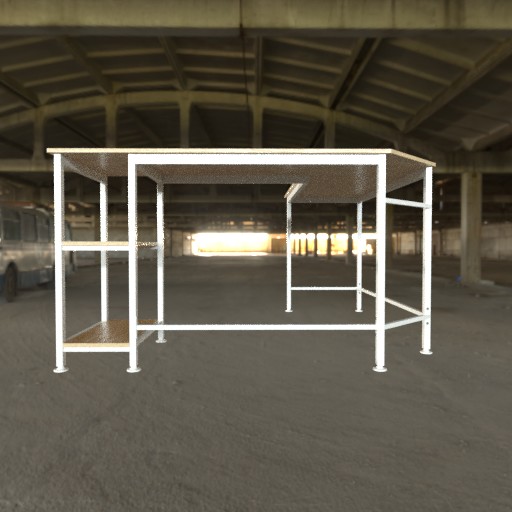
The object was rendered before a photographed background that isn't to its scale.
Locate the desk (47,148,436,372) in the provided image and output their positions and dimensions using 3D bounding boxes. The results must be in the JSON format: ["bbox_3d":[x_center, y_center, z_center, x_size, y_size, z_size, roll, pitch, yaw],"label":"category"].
[{"bbox_3d":[0.000,0.000,2.153,1.379,0.739,1.379,0,1,-1],"label":"desk"}]
